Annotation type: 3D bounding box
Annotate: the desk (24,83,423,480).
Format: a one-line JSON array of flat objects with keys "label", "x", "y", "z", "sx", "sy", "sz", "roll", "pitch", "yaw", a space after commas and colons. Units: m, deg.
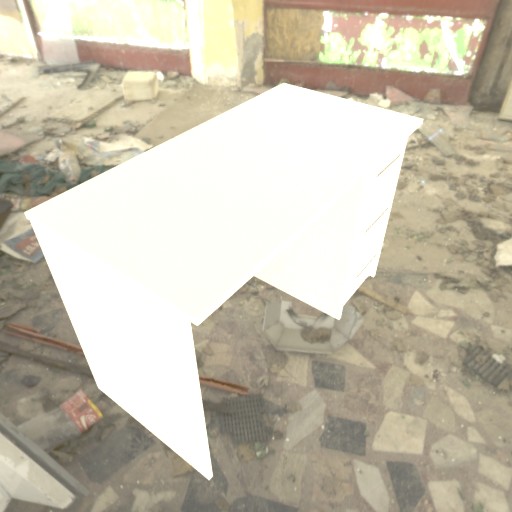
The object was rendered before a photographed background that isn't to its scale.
[{"label": "desk", "x": 0.000, "y": 0.000, "z": 1.502, "sx": 0.560, "sy": 0.735, "sz": 1.097, "roll": 26, "pitch": 47, "yaw": 27}]
